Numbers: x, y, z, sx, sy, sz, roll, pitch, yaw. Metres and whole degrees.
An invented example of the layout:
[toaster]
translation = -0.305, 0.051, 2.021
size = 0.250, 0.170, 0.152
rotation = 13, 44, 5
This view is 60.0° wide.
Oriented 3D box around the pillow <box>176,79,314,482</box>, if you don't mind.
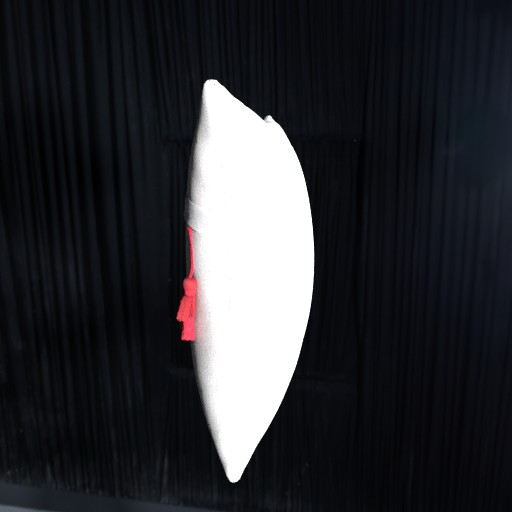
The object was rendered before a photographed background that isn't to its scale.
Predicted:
[pillow]
translation = 0.000, 0.000, 0.667
size = 0.173, 0.436, 0.433
rotation = 2, 13, 9
